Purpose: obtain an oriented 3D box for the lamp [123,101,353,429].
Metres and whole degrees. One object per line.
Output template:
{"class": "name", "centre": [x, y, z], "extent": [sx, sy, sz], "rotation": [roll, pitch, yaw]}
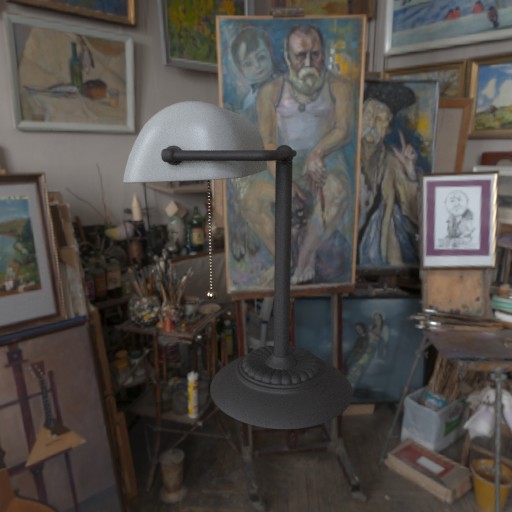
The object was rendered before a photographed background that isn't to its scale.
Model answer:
{"class": "lamp", "centre": [0.000, 0.000, 0.529], "extent": [0.243, 0.339, 0.264], "rotation": [2, 14, 9]}
